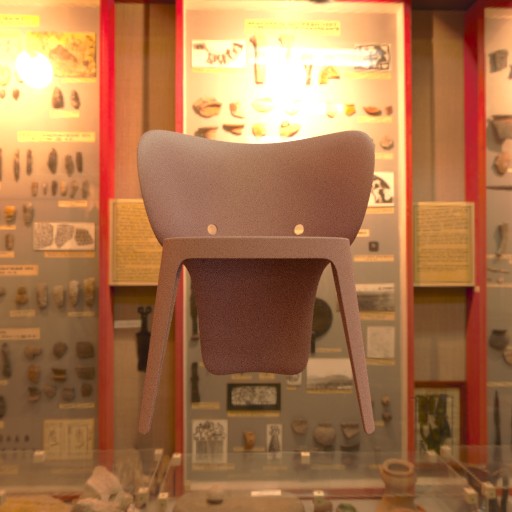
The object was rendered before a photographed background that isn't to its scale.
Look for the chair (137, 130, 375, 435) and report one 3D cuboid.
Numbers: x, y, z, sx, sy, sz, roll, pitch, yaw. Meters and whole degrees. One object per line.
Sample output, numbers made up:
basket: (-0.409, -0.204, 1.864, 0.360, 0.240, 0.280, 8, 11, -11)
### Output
chair: (0.000, 0.000, 0.863, 0.451, 0.554, 0.402, 0, 0, 0)
